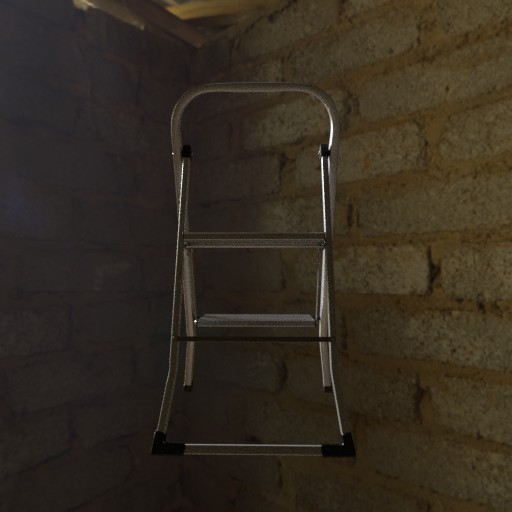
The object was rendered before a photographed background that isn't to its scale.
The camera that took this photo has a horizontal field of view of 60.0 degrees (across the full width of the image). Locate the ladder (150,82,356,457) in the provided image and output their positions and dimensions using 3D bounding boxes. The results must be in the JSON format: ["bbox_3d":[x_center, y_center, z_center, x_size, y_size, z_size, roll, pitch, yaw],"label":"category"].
[{"bbox_3d":[0.000,0.000,1.163,0.465,0.830,0.530,0,-2,1],"label":"ladder"}]
